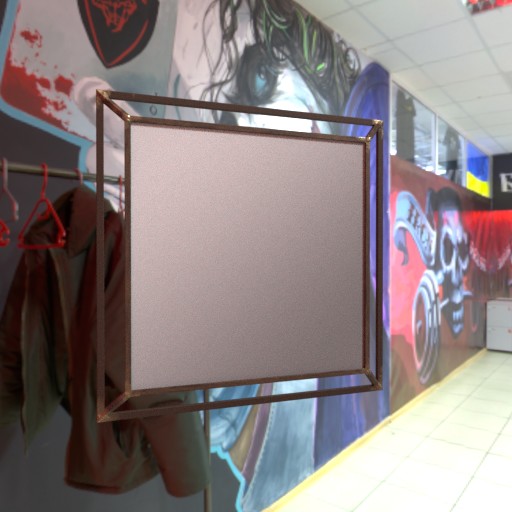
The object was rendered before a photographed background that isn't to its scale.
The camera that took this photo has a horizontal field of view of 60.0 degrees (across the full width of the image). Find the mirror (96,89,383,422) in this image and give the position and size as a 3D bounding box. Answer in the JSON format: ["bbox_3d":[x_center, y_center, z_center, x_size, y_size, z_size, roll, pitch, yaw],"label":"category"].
[{"bbox_3d":[0.000,0.000,0.900,0.610,0.610,0.032,0,0,-18],"label":"mirror"}]
